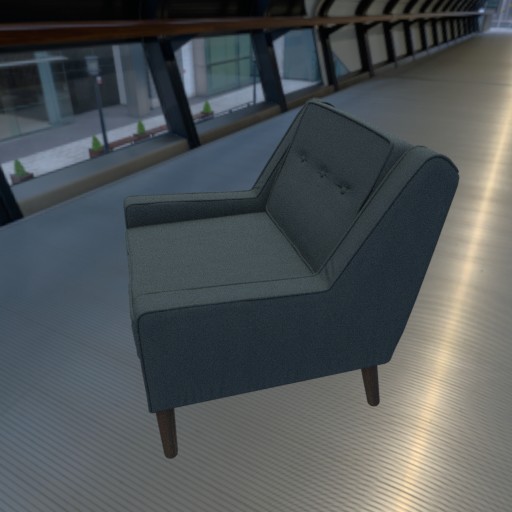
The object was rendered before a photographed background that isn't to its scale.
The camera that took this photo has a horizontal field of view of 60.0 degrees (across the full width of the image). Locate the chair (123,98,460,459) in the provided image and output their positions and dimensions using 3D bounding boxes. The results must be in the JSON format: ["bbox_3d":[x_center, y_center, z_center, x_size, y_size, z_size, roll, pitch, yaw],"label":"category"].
[{"bbox_3d":[0.000,0.000,1.297,0.733,0.780,0.663,-8,31,-14],"label":"chair"}]
